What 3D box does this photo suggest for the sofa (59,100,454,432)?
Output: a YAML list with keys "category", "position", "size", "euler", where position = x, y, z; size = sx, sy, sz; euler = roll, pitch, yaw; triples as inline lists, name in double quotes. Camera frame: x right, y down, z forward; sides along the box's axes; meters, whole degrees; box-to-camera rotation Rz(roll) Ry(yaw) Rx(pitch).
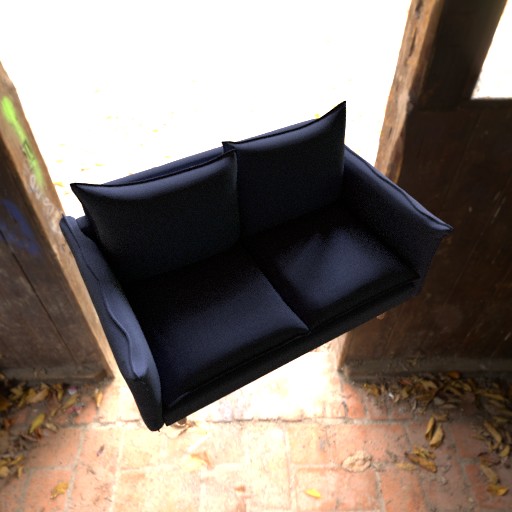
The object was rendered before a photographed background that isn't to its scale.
- category: "sofa"
  position: [0.000, 0.000, 1.807]
  size: [1.300, 0.840, 0.820]
  euler: [-23, 51, -20]
